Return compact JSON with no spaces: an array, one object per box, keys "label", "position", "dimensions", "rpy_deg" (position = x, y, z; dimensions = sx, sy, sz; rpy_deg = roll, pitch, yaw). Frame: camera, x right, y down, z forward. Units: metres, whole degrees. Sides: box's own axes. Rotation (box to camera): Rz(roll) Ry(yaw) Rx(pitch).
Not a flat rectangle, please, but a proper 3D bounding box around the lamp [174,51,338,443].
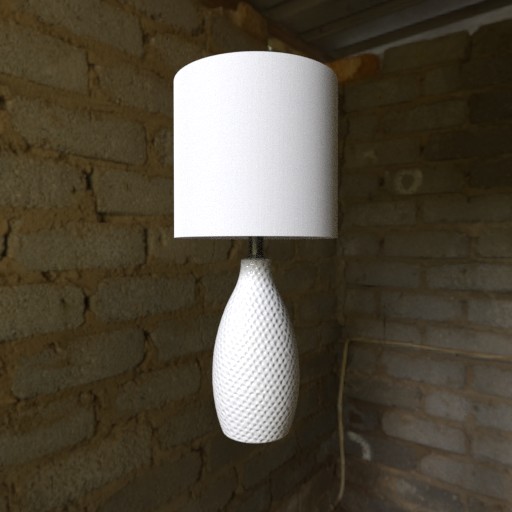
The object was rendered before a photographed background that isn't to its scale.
[{"label":"lamp","position":[0.000,0.000,0.593],"dimensions":[0.214,0.466,0.214],"rpy_deg":[0,1,-2]}]
